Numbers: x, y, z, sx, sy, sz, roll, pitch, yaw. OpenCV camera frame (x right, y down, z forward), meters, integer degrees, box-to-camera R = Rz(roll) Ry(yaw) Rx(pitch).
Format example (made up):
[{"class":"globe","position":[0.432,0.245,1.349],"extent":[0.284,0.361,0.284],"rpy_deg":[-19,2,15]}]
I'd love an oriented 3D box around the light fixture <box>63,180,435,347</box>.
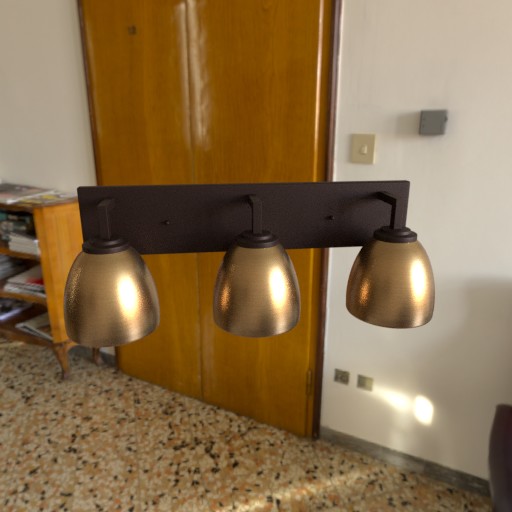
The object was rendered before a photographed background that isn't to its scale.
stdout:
[{"class":"light fixture","position":[0.000,0.000,0.689],"extent":[0.582,0.204,0.157],"rpy_deg":[-2,18,-7]}]
